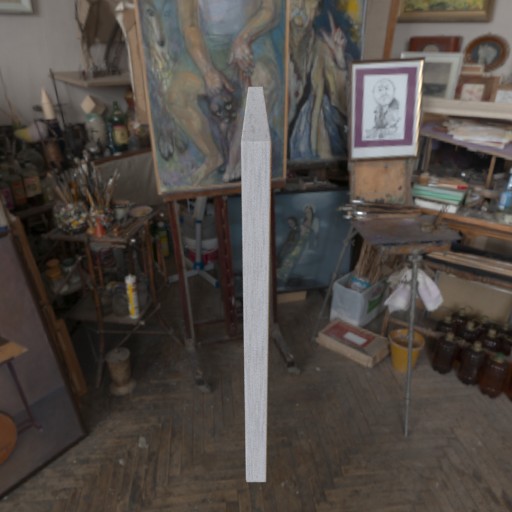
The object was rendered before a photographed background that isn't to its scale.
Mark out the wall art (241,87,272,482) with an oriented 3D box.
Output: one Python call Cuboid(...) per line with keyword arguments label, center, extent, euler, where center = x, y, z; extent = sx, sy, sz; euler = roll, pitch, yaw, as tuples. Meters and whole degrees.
Cuboid(label="wall art", center=(0.000, 0.000, 1.976), extent=(0.078, 1.288, 1.287), euler=(0, 27, 0))
